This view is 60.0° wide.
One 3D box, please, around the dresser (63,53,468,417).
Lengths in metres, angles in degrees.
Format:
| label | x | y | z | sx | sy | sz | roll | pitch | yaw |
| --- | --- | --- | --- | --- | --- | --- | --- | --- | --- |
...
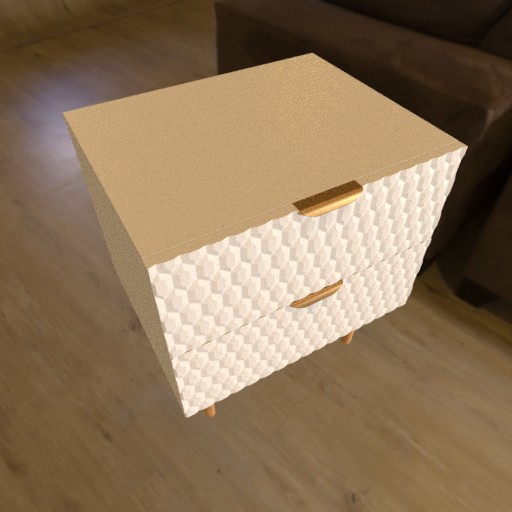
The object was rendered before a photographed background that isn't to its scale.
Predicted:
| label | x | y | z | sx | sy | sz | roll | pitch | yaw |
| --- | --- | --- | --- | --- | --- | --- | --- | --- | --- |
| dresser | 0.000 | 0.000 | 0.899 | 0.503 | 0.568 | 0.414 | -22 | 50 | -20 |
